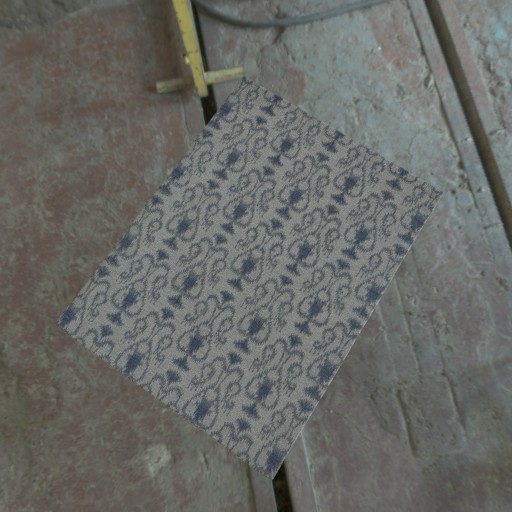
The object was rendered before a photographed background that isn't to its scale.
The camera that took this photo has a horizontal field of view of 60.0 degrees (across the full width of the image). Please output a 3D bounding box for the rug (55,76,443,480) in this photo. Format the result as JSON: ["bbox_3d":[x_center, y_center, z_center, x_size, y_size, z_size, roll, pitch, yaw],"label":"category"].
[{"bbox_3d":[0.000,0.000,4.315,2.437,0.015,3.205,33,78,8],"label":"rug"}]
